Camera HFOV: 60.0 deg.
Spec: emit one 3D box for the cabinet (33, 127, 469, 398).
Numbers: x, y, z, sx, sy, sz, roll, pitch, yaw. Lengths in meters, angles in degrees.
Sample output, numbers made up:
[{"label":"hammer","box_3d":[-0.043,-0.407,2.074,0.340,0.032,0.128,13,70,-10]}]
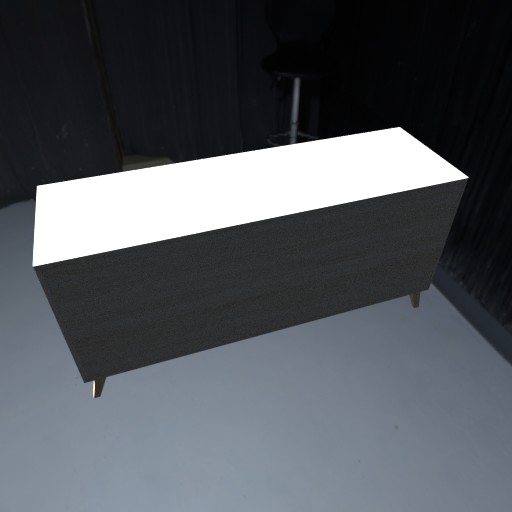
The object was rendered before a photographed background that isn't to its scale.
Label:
[{"label":"cabinet","box_3d":[0.000,0.000,2.024,1.649,0.780,0.500,-13,42,-14]}]
